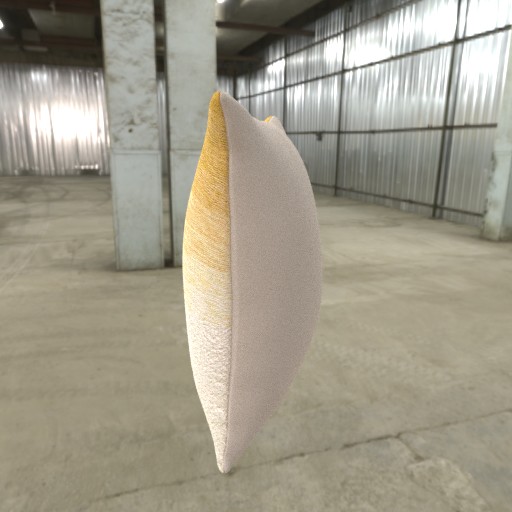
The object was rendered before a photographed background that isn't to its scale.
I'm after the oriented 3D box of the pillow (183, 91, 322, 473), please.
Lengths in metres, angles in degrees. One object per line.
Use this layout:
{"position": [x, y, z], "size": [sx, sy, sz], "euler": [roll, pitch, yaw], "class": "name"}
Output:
{"position": [0.000, 0.000, 0.702], "size": [0.211, 0.450, 0.450], "euler": [2, 14, 9], "class": "pillow"}
